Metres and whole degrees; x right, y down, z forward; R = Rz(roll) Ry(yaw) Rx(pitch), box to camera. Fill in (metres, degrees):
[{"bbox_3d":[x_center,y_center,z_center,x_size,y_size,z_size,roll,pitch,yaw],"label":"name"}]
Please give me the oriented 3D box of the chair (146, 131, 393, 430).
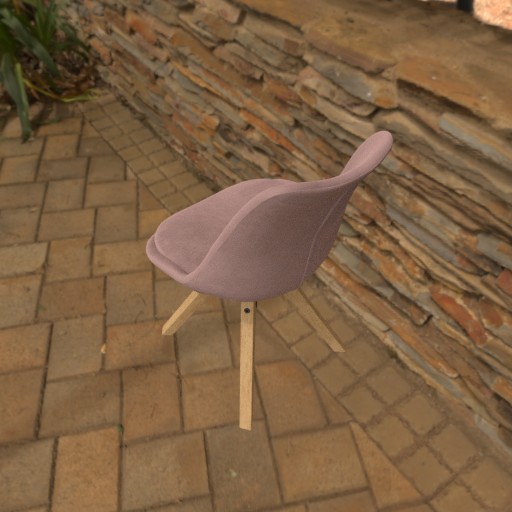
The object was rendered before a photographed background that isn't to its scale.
[{"bbox_3d":[0.000,0.000,1.173,0.485,0.850,0.550,-31,53,-27],"label":"chair"}]
